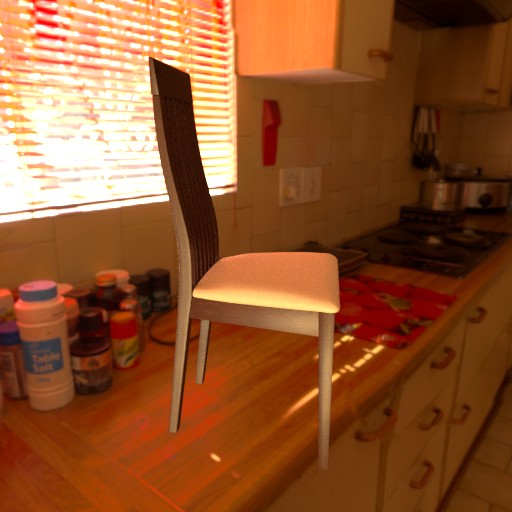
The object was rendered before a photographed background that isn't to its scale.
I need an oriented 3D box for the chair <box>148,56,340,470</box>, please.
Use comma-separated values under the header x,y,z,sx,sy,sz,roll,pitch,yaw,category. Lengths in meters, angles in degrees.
x,y,z,sx,sy,sz,roll,pitch,yaw,category
0.000,0.000,1.275,0.474,1.027,0.460,2,15,9,chair
